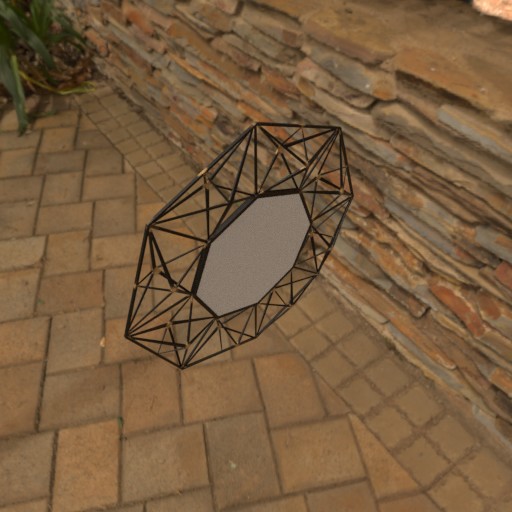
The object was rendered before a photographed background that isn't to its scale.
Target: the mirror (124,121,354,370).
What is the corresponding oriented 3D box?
[{"bbox_3d":[0.000,0.000,1.070,0.710,0.710,0.094,-32,54,-27],"label":"mirror"}]
